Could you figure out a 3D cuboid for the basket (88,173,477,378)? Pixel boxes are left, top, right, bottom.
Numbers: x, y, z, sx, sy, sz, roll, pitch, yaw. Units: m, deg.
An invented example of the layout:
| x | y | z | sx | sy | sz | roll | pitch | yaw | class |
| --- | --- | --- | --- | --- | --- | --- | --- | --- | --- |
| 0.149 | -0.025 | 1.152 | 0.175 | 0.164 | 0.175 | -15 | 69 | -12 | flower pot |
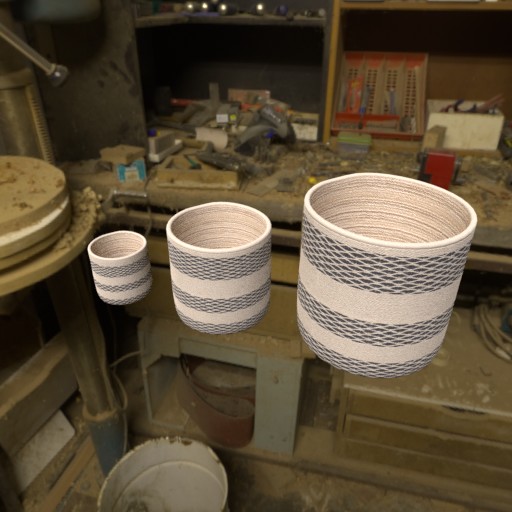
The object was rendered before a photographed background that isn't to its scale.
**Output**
| x | y | z | sx | sy | sz | roll | pitch | yaw | class |
| --- | --- | --- | --- | --- | --- | --- | --- | --- | --- |
| 0.000 | 0.000 | 1.078 | 0.917 | 0.356 | 0.351 | 8 | 32 | 13 | basket |
